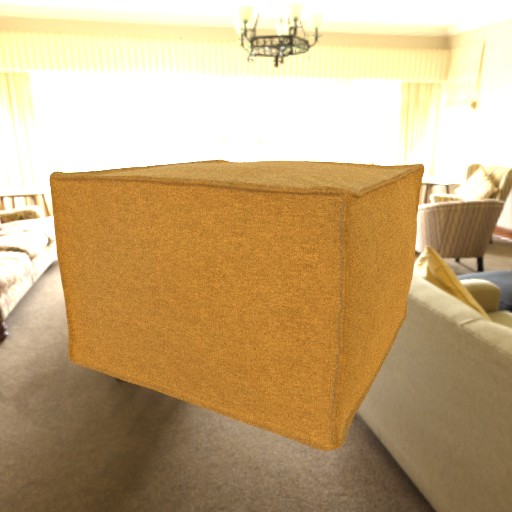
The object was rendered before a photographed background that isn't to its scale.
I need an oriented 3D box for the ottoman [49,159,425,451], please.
[{"bbox_3d":[0.000,0.000,1.126,0.707,0.470,0.696,9,18,27],"label":"ottoman"}]
